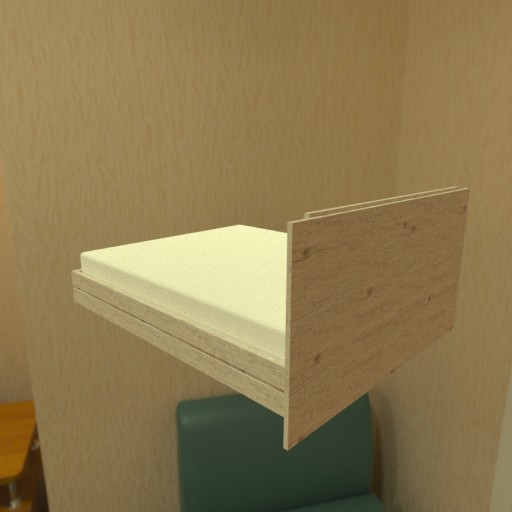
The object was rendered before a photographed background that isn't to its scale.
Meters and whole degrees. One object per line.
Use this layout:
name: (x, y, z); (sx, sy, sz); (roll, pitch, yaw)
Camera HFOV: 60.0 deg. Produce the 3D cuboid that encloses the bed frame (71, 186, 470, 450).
bed frame: (0.000, 0.000, 3.022); (2.080, 0.970, 1.750); (14, 20, 43)
